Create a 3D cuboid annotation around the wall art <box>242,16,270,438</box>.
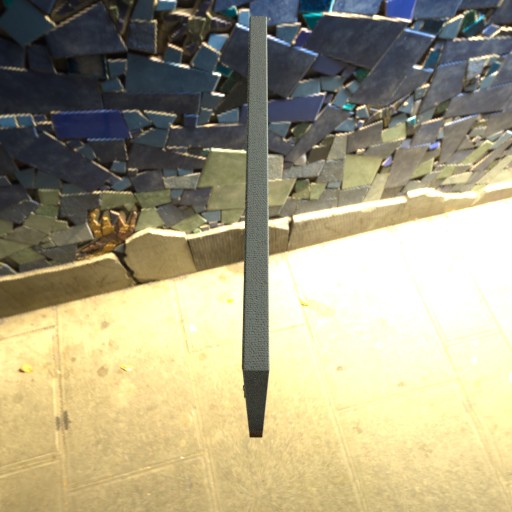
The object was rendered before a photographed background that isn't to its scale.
[{"bbox_3d":[0.000,0.000,0.880,0.034,0.605,0.605,0,61,0],"label":"wall art"}]
